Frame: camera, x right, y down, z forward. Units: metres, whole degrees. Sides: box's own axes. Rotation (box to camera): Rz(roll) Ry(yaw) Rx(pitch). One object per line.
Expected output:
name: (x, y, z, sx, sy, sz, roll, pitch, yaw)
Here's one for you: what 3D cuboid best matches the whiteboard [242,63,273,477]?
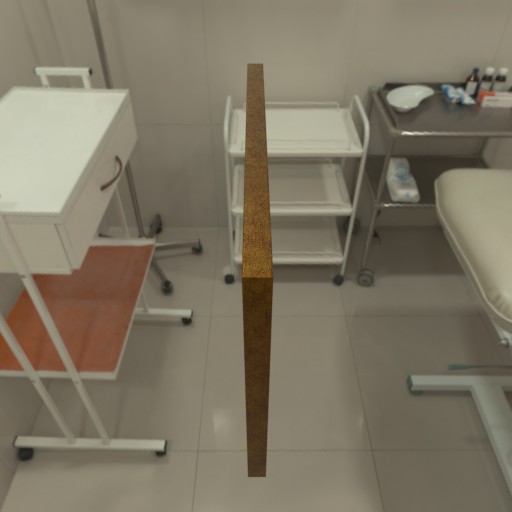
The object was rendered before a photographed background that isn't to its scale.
whiteboard: (0.000, 0.000, 0.771, 0.029, 0.457, 0.561, 0, 42, 0)
